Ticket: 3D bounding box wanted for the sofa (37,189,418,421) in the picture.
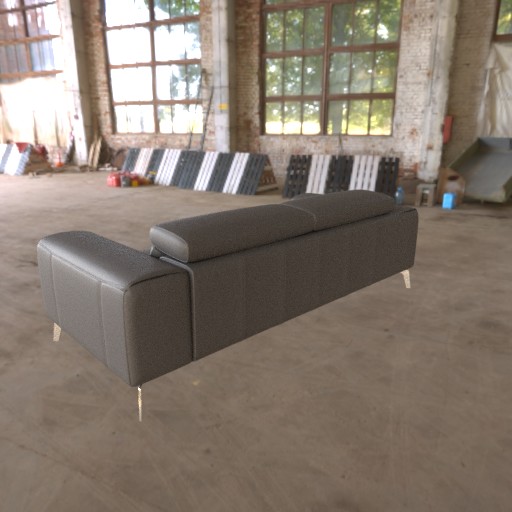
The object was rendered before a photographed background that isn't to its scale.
[{"bbox_3d":[0.000,0.000,2.831,2.321,0.759,1.023,-15,23,-41],"label":"sofa"}]
